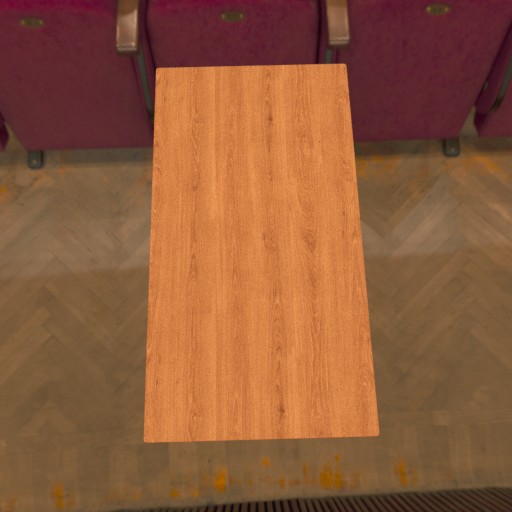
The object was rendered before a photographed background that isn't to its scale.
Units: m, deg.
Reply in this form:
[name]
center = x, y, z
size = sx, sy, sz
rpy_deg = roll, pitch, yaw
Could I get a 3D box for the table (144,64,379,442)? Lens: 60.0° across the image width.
[table]
center = 0.000, 0.000, 2.132
size = 0.900, 0.760, 1.600
rpy_deg = -1, 76, 0
